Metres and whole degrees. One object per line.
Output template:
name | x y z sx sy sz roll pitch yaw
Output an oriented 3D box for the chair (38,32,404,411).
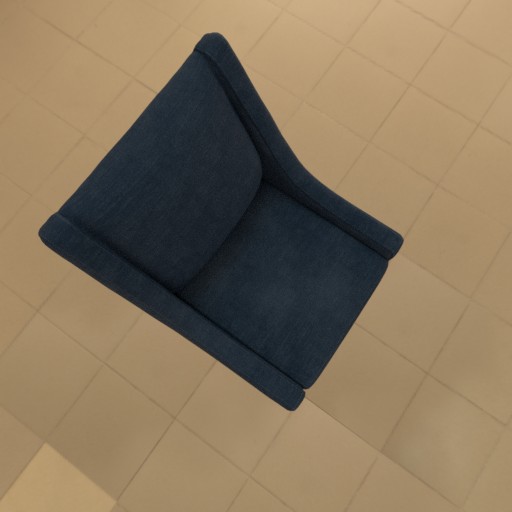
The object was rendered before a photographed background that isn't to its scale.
chair | 0.000 0.000 1.609 0.870 1.014 0.774 34 79 8
